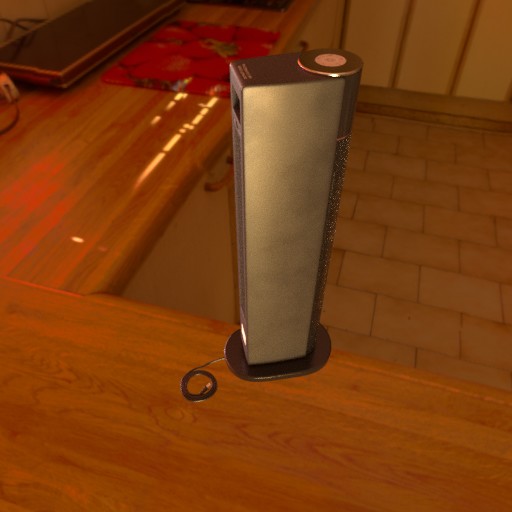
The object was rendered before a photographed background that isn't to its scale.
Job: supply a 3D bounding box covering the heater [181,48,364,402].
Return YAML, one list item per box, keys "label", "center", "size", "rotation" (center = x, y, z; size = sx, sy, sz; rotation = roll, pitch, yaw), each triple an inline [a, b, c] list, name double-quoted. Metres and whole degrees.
- label: "heater"
  center: [0.000, 0.000, 1.018]
  size: [0.458, 0.856, 0.214]
  rotation: [-10, 46, -9]
